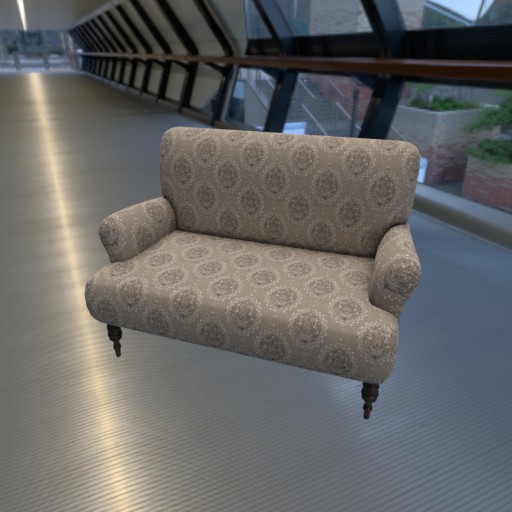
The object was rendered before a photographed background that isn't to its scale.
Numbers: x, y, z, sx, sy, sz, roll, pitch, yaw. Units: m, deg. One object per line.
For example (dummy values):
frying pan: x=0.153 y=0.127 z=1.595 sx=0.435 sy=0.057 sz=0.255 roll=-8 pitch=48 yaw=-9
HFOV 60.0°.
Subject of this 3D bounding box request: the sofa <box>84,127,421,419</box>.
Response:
sofa: x=0.000 y=0.000 z=1.869 sx=1.297 sy=0.889 sz=0.779 roll=9 pitch=27 yaw=18
